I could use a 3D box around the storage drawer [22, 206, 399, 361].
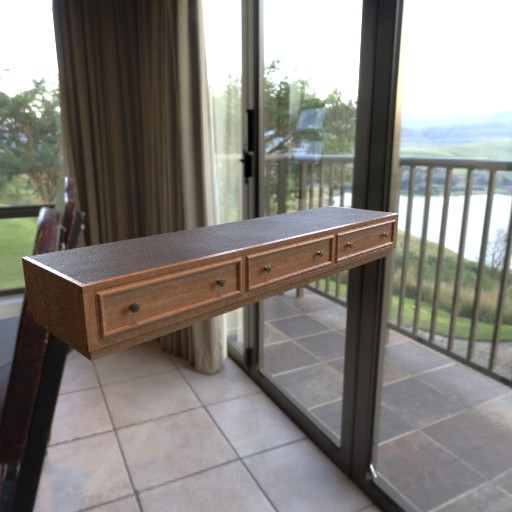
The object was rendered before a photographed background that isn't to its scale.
[{"bbox_3d":[0.000,0.000,2.259,0.538,0.264,2.032,14,20,43],"label":"storage drawer"}]
